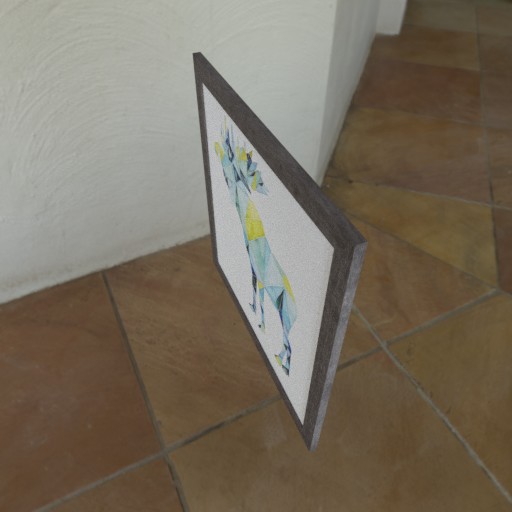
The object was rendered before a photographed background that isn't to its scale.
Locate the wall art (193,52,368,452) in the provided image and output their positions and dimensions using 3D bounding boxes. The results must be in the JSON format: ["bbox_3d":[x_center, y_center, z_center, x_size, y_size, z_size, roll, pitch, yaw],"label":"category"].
[{"bbox_3d":[0.000,0.000,0.690,0.013,0.457,0.457,-17,48,-16],"label":"wall art"}]
